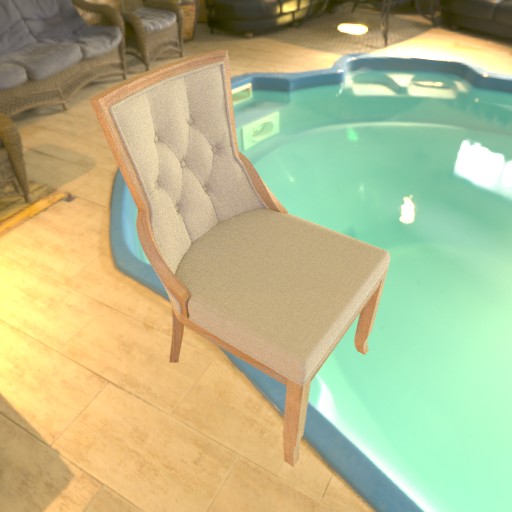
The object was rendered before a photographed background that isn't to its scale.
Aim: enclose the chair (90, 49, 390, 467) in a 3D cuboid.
[{"bbox_3d":[0.000,0.000,1.293,0.641,0.947,0.524,25,46,26],"label":"chair"}]
